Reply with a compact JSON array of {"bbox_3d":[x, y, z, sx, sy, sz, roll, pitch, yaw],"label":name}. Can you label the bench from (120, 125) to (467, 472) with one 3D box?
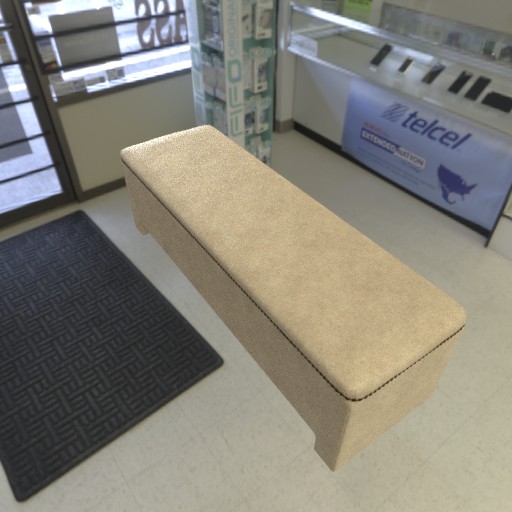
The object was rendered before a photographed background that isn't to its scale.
[{"bbox_3d":[0.000,0.000,1.726,0.470,0.447,1.482,-25,47,-25],"label":"bench"}]
